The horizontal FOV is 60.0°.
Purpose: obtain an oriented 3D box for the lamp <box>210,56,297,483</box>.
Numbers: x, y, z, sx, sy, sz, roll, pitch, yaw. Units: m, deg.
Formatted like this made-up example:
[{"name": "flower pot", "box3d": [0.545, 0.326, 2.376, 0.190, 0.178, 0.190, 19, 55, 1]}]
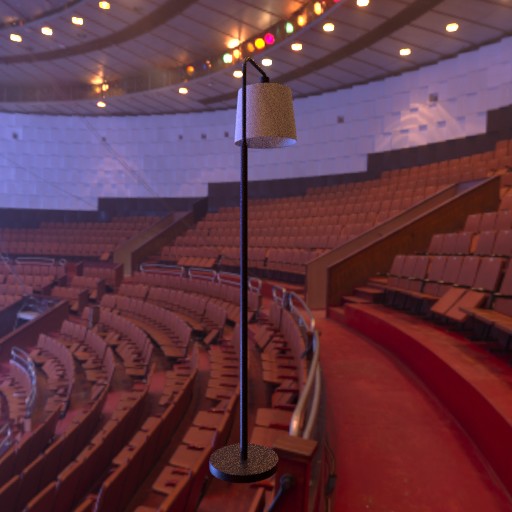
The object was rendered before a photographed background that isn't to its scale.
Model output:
[{"name": "lamp", "box3d": [0.000, 0.000, 1.686, 0.254, 1.478, 0.508, 0, 0, 19]}]
